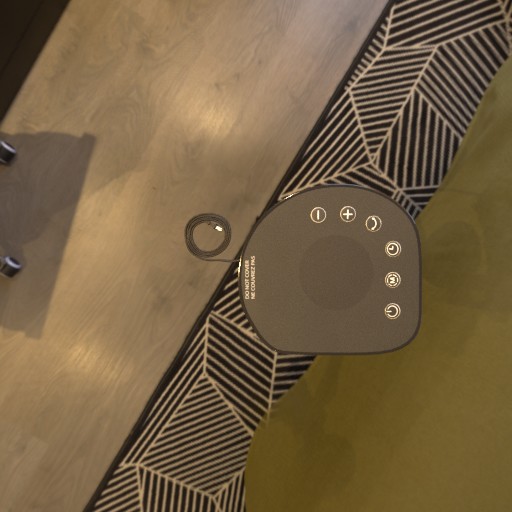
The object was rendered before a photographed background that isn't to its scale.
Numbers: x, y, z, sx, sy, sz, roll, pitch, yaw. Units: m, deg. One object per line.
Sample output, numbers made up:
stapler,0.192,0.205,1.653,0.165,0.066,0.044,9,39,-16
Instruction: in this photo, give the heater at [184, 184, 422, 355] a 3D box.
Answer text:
heater,0.000,0.000,0.687,0.312,0.552,0.174,0,91,0
